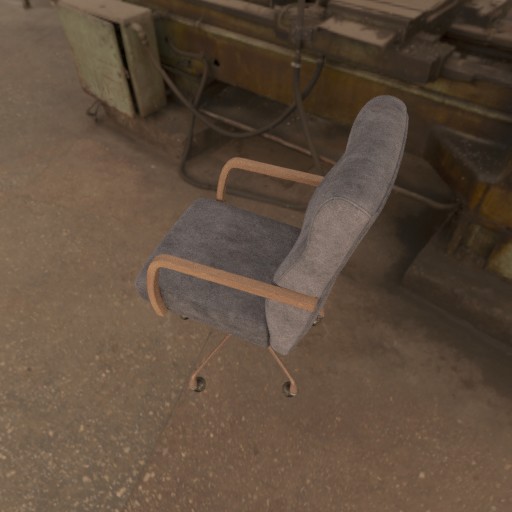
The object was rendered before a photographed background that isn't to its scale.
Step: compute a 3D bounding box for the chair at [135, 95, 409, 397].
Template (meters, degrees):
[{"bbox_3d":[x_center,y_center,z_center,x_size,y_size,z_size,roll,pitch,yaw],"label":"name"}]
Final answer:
[{"bbox_3d":[0.000,0.000,1.485,0.741,1.029,0.640,16,48,15],"label":"chair"}]
